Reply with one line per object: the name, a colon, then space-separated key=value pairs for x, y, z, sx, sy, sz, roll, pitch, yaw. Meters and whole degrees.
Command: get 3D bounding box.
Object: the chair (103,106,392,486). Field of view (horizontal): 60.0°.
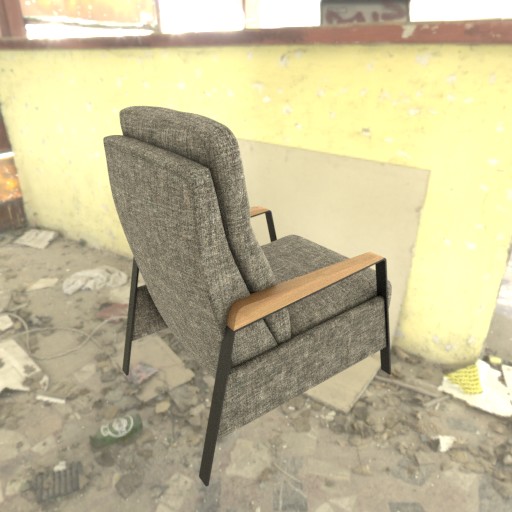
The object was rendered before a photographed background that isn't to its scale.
chair: x=0.000 y=0.000 z=1.593 sx=0.868 sy=1.042 sz=0.671 roll=-17 pitch=29 yaw=-33
